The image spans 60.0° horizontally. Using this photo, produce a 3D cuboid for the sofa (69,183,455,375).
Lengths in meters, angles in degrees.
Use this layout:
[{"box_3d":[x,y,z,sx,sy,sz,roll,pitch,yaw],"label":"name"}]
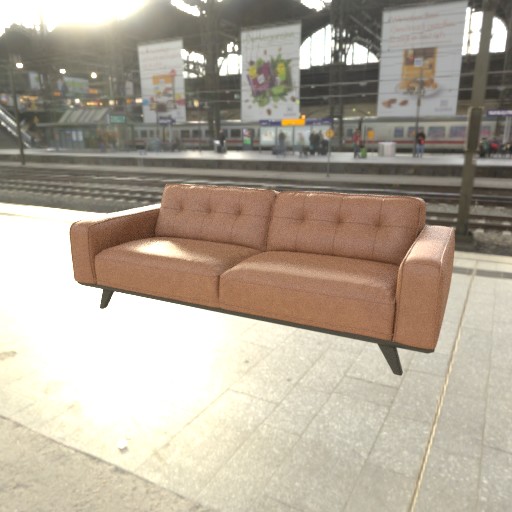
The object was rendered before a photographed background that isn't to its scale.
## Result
[{"box_3d":[0.000,0.000,2.810,2.270,0.780,0.953,7,17,25],"label":"sofa"}]
